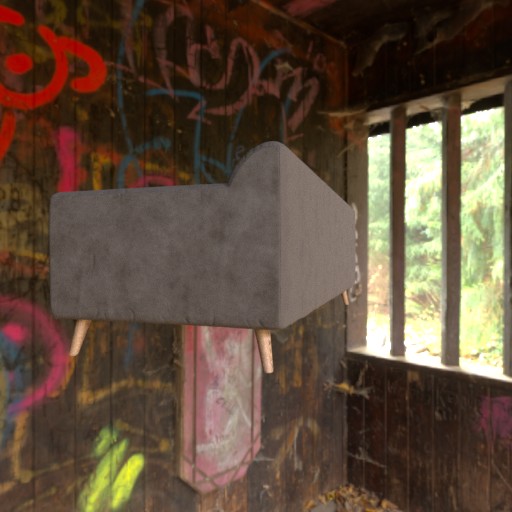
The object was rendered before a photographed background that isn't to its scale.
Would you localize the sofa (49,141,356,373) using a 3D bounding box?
[{"bbox_3d":[0.000,0.000,2.517,0.900,0.740,2.190,0,0,18],"label":"sofa"}]
